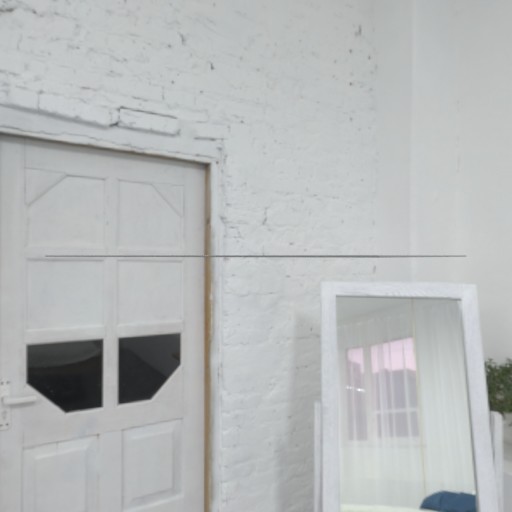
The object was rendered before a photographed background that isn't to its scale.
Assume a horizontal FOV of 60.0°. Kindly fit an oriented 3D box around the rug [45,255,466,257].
[{"bbox_3d":[0.000,0.000,4.280,3.307,0.013,2.393,0,0,36],"label":"rug"}]
